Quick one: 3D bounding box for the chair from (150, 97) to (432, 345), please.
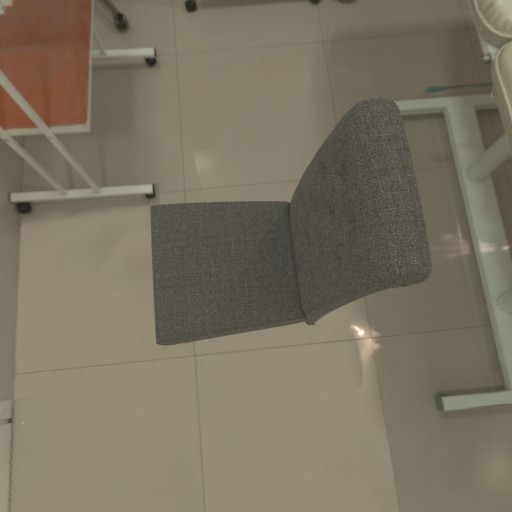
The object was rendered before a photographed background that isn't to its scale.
[{"bbox_3d":[0.000,0.000,1.358,0.671,1.006,0.456,-6,75,-1],"label":"chair"}]
